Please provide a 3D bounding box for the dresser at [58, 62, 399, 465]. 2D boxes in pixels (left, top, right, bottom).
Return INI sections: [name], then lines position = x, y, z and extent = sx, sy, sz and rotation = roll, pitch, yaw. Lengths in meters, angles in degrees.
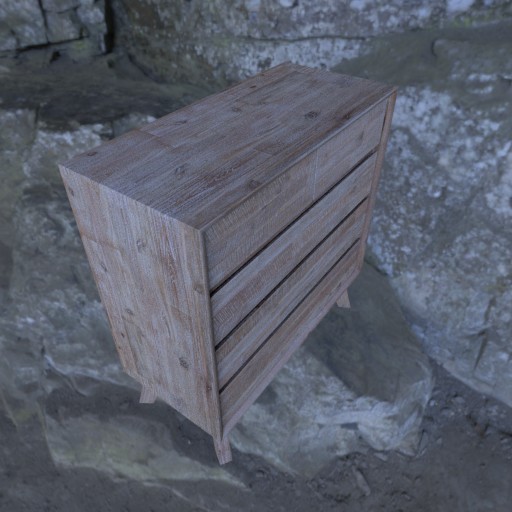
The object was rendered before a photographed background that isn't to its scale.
[dresser]
position = 0.000, 0.000, 1.604
extent = 0.455, 1.029, 0.998
rotation = 25, 46, 27
